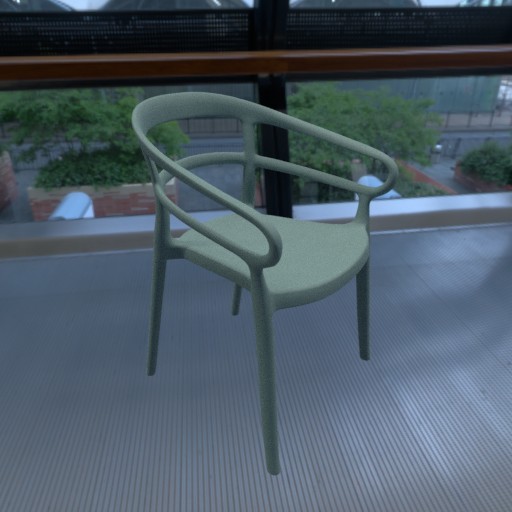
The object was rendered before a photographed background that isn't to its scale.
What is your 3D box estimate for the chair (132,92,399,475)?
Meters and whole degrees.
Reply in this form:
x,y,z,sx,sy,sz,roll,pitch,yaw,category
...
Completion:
x,y,z,sx,sy,sz,roll,pitch,yaw,category
0.000,0.000,1.146,0.527,0.761,0.559,18,32,33,chair
